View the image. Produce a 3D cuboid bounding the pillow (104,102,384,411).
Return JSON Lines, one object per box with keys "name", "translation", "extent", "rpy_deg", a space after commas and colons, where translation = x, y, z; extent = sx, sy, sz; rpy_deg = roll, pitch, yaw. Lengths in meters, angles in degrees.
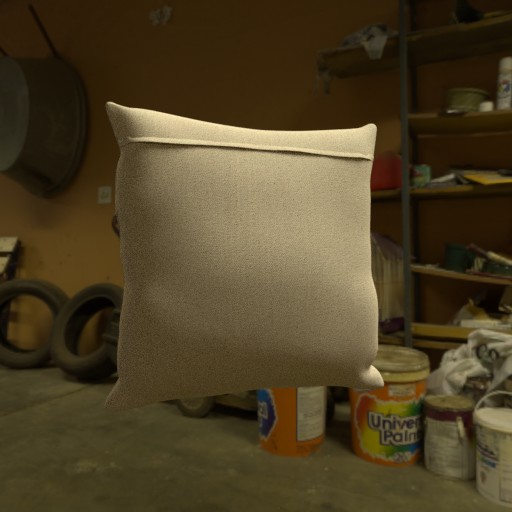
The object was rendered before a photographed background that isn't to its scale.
{"name": "pillow", "translation": [0.000, 0.000, 0.680], "extent": [0.440, 0.441, 0.182], "rpy_deg": [0, 0, -18]}
